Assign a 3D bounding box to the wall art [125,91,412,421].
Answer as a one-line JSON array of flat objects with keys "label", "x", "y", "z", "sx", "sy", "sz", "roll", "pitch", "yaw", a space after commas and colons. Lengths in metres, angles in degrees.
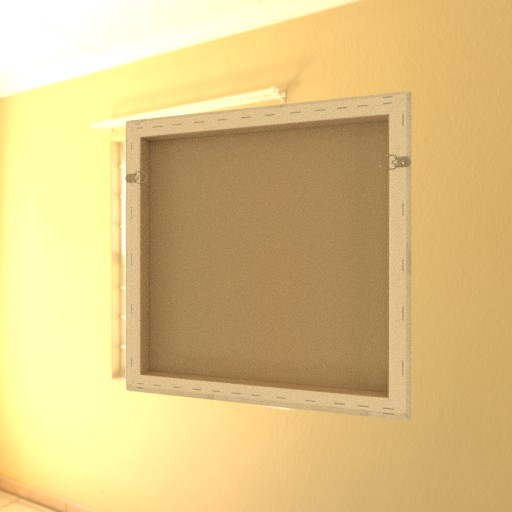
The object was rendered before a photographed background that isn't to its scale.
[{"label": "wall art", "x": 0.000, "y": 0.000, "z": 0.922, "sx": 0.610, "sy": 0.611, "sz": 0.040, "roll": 0, "pitch": 0, "yaw": 18}]
